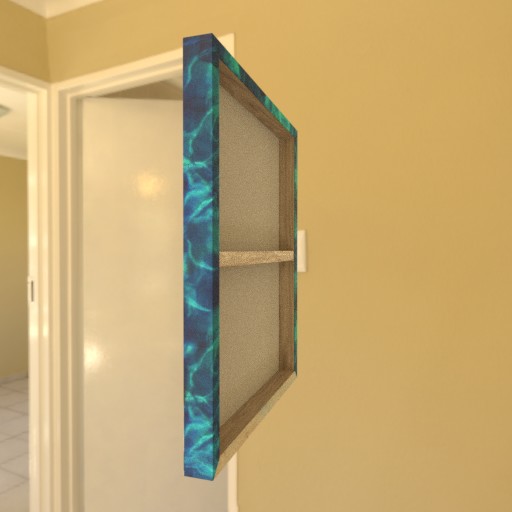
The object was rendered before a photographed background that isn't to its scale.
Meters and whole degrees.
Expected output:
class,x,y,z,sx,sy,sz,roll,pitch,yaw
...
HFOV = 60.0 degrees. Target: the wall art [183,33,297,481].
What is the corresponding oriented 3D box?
class,x,y,z,sx,sy,sz,roll,pitch,yaw
wall art,0.000,0.000,0.713,0.038,0.508,0.432,0,1,18
